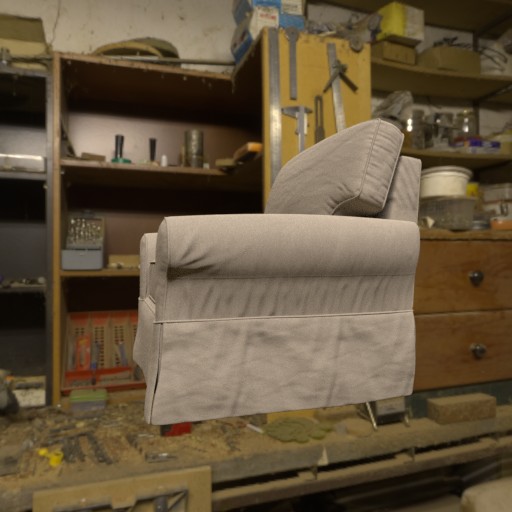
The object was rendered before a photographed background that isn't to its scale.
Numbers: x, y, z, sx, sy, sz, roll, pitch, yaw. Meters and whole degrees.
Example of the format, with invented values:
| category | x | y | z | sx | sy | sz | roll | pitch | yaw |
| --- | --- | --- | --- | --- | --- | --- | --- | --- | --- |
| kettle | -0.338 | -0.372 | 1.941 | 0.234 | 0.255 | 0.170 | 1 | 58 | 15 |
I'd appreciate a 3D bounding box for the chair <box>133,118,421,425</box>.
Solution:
| category | x | y | z | sx | sy | sz | roll | pitch | yaw |
| --- | --- | --- | --- | --- | --- | --- | --- | --- | --- |
| chair | 0.000 | 0.000 | 1.913 | 0.988 | 1.017 | 1.135 | 0 | 0 | -18 |
